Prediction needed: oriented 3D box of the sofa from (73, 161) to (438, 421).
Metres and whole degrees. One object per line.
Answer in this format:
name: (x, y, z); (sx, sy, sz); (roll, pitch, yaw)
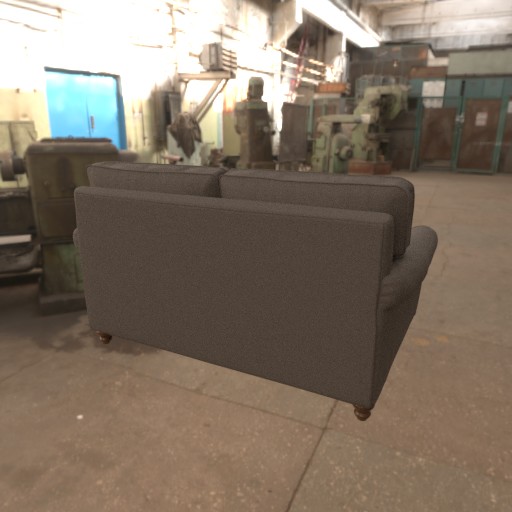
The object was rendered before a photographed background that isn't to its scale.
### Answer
sofa: (0.000, 0.000, 2.254); (1.665, 0.937, 0.964); (9, 19, 26)
